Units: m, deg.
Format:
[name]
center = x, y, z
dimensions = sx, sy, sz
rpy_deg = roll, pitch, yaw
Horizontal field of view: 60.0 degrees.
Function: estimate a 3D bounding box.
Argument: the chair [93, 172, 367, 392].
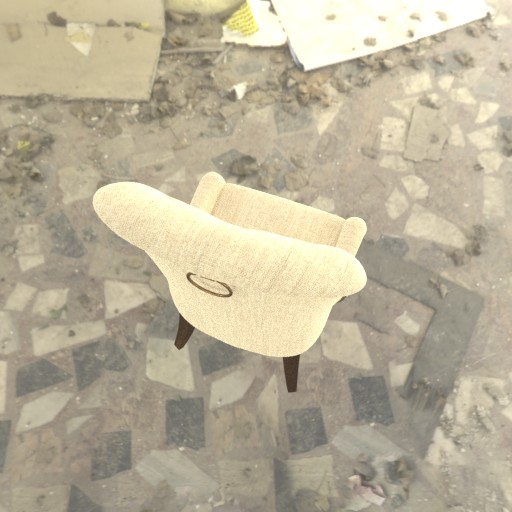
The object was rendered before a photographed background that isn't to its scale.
[chair]
center = 0.000, 0.000, 1.432
dimensions = 0.634, 1.091, 0.629
rpy_deg = 19, 65, 9
